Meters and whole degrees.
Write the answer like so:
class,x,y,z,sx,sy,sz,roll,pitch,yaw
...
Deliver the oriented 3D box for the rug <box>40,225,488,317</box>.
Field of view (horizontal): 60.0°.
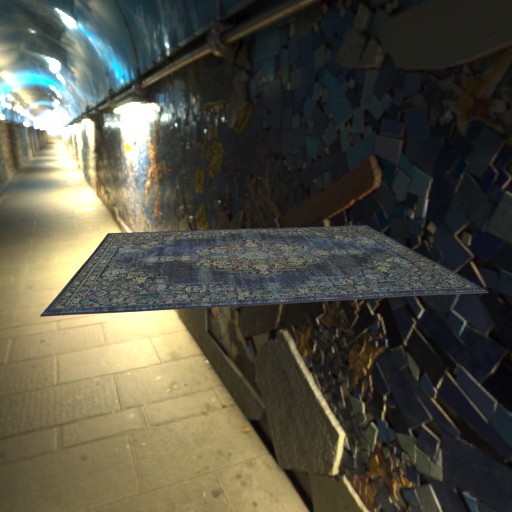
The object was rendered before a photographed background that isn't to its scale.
class,x,y,z,sx,sy,sz,roll,pitch,yaw
rug,0.000,0.000,4.809,3.612,0.035,2.716,-2,16,-8
